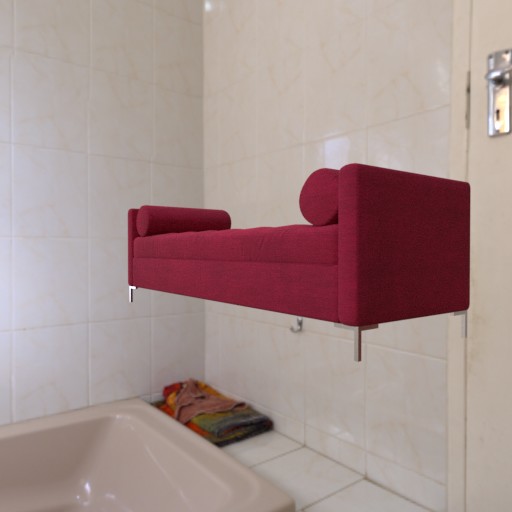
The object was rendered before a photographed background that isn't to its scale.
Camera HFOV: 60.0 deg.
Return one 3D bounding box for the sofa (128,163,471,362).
[{"bbox_3d":[0.000,0.000,2.366,0.686,0.635,1.981,-1,1,-36],"label":"sofa"}]
